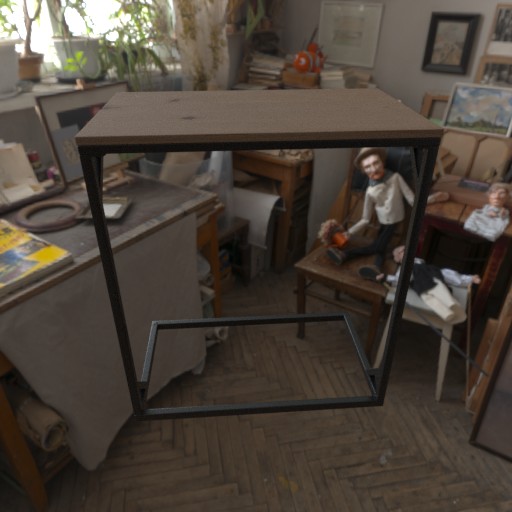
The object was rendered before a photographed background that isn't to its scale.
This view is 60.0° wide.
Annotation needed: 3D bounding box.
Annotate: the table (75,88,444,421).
[{"bbox_3d":[0.000,0.000,1.036,0.597,0.673,0.351,-2,31,-4],"label":"table"}]
